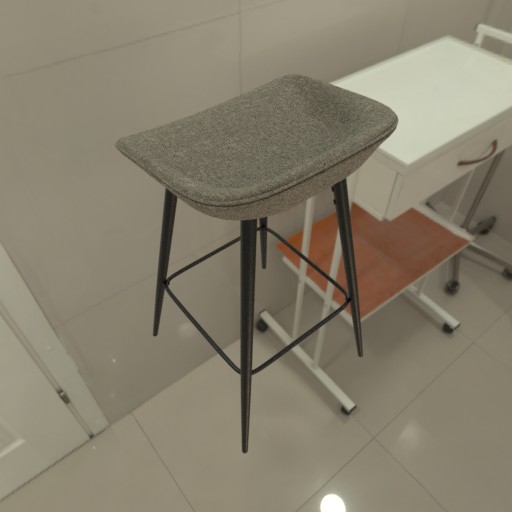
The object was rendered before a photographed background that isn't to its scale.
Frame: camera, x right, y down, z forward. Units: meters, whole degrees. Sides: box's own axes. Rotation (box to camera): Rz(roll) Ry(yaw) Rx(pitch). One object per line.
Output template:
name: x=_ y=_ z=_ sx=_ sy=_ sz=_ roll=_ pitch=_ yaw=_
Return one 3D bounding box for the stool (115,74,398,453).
stool: x=0.000 y=0.000 z=1.095 sx=0.469 sy=0.814 sz=0.480 roll=-31 pitch=54 yaw=-26
